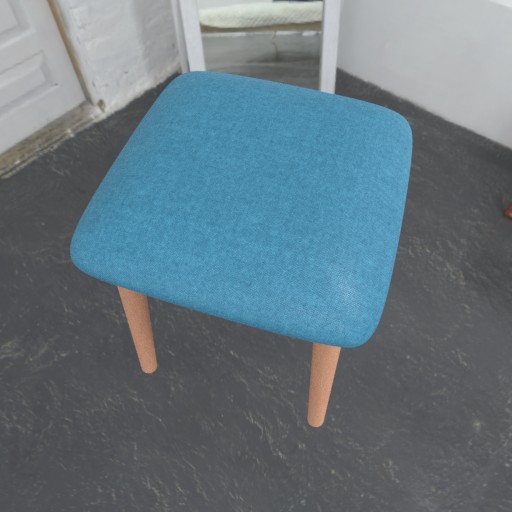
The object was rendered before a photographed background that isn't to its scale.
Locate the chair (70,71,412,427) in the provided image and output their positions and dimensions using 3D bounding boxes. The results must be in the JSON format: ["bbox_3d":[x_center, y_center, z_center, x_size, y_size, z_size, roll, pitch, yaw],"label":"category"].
[{"bbox_3d":[0.000,0.000,0.691,0.360,0.450,0.360,15,59,9],"label":"chair"}]
